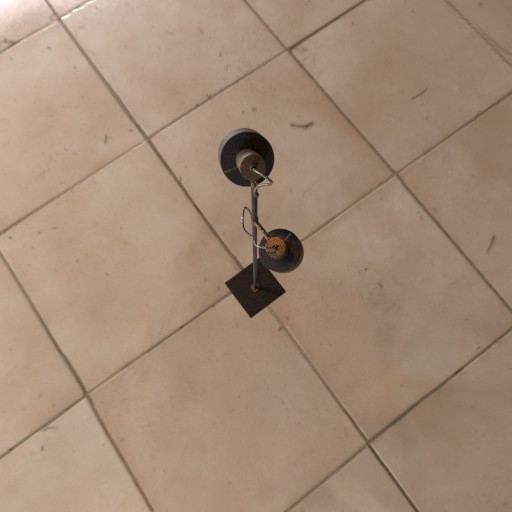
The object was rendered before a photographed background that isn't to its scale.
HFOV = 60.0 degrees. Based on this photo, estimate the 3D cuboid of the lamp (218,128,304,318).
[{"bbox_3d":[0.000,0.000,1.623,0.233,1.505,0.315,-36,79,-8],"label":"lamp"}]
